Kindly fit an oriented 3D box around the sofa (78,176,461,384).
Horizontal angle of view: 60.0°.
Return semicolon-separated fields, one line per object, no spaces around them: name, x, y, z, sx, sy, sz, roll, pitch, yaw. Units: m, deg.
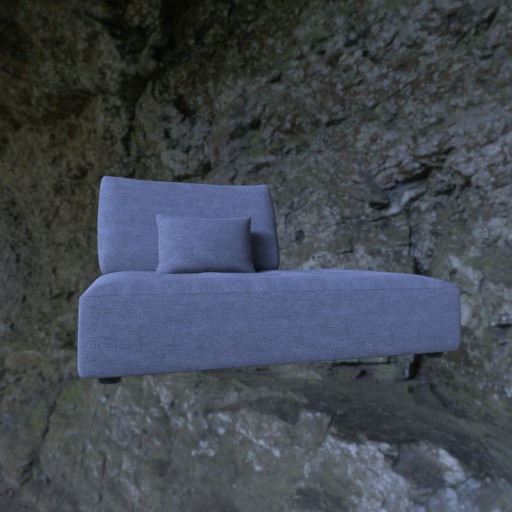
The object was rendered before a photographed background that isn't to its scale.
sofa;0.000;0.000;2.031;1.450;0.820;1.002;0;0;-17
